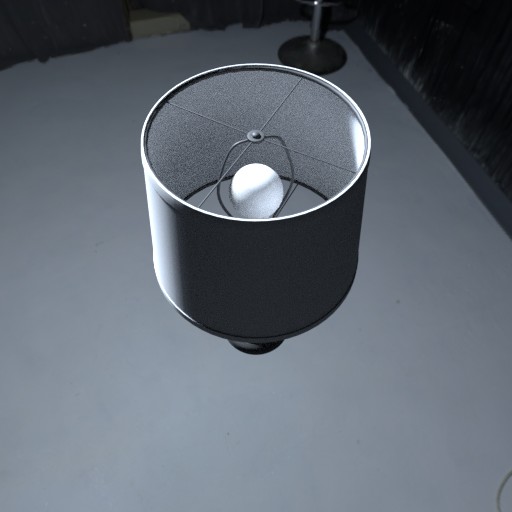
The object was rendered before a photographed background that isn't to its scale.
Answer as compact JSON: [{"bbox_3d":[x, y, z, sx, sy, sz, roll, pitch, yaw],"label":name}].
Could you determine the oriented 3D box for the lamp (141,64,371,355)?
[{"bbox_3d":[0.000,0.000,0.699,0.310,0.501,0.310,0,57,0],"label":"lamp"}]
